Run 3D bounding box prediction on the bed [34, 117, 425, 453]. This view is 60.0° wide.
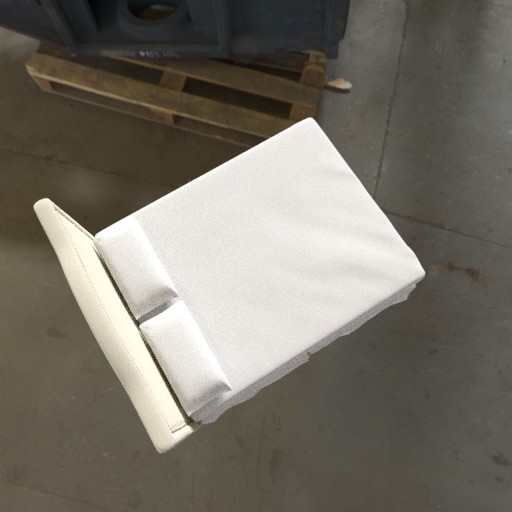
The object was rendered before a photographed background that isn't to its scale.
[{"bbox_3d":[0.000,0.000,3.289,2.196,1.449,1.741,-30,77,-8],"label":"bed"}]
